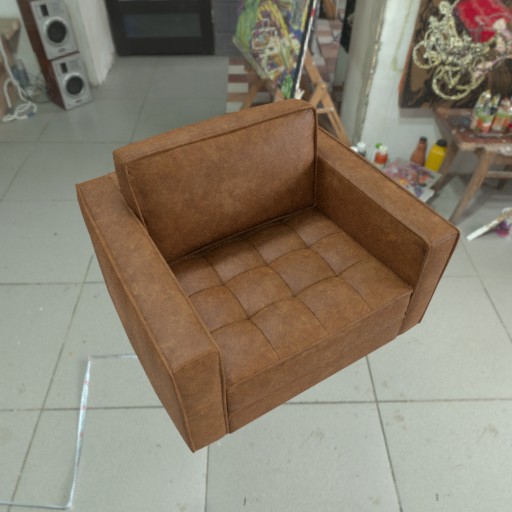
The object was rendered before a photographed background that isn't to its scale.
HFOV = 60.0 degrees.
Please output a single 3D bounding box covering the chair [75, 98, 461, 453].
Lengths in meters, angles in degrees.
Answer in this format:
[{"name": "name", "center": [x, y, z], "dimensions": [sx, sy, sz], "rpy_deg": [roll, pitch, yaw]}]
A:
[{"name": "chair", "center": [0.000, 0.000, 1.457], "dimensions": [0.928, 0.767, 0.798], "rpy_deg": [-23, 50, -21]}]
